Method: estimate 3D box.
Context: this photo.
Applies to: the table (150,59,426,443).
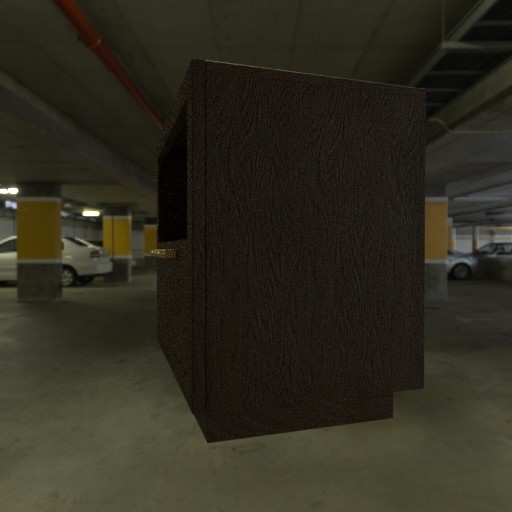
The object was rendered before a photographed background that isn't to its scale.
[{"bbox_3d":[0.000,0.000,0.971,0.439,0.585,0.560,0,1,-18],"label":"table"}]
